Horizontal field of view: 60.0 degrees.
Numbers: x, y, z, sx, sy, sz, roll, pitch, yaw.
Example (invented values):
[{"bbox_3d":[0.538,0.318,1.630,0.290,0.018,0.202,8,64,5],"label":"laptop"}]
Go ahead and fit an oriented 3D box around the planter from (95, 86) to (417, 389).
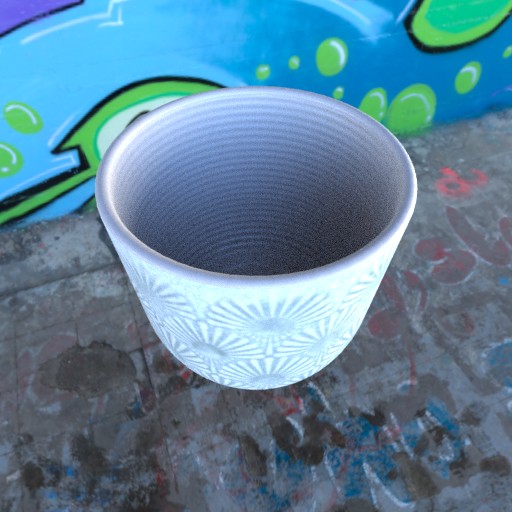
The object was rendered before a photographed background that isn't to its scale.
[{"bbox_3d":[0.000,0.000,0.295,0.170,0.152,0.170,0,48,0],"label":"planter"}]
